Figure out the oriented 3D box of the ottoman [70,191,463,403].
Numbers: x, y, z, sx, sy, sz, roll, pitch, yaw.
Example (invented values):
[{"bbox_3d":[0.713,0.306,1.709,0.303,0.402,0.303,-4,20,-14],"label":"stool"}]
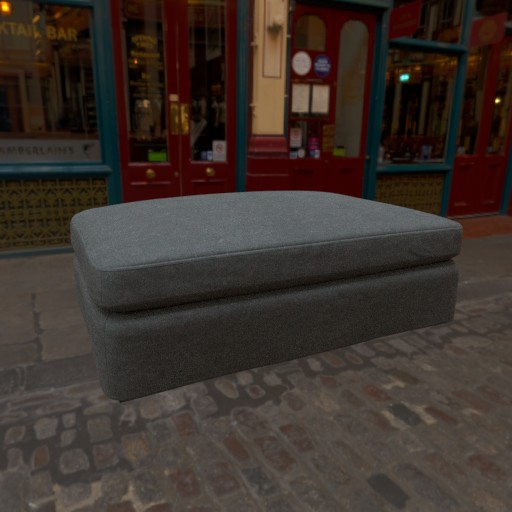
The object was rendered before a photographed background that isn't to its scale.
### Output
[{"bbox_3d":[0.000,0.000,1.606,1.199,0.429,0.840,-7,17,-25],"label":"ottoman"}]
